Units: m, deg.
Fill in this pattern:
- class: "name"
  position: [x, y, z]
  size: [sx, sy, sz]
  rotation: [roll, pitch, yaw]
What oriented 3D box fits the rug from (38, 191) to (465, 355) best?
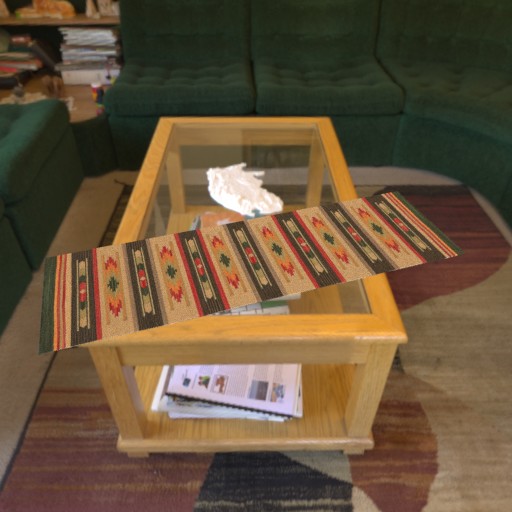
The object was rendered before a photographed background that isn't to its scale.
- class: "rug"
  position: [0.000, 0.000, 2.688]
  size: [2.440, 0.009, 0.760]
  rotation: [-12, 41, -14]
